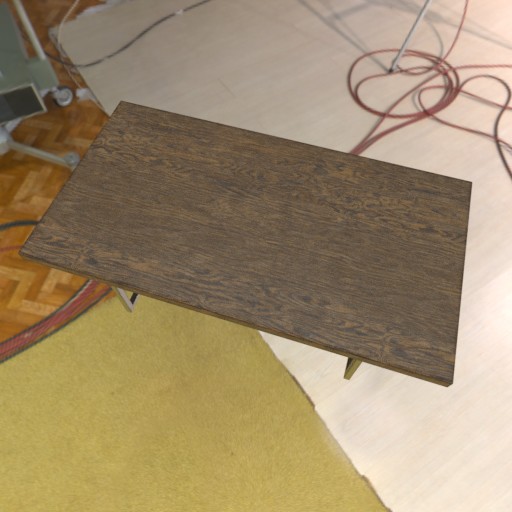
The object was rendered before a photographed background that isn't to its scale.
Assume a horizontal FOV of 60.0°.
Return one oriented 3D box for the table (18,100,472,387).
[{"bbox_3d":[0.000,0.000,2.510,1.989,0.795,1.078,15,61,9],"label":"table"}]
